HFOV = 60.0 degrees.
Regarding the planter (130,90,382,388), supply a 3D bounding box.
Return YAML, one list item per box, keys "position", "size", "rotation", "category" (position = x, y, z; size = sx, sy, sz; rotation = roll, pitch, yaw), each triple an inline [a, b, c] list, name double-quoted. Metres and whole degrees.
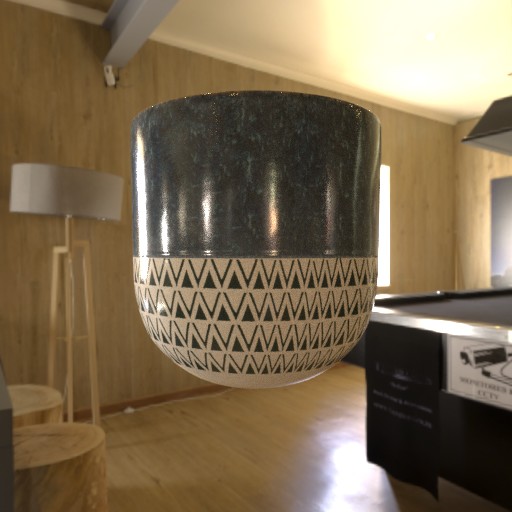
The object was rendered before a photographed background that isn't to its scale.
- position: [0.000, 0.000, 0.489]
  size: [0.266, 0.270, 0.266]
  rotation: [0, 1, 0]
  category: "planter"
